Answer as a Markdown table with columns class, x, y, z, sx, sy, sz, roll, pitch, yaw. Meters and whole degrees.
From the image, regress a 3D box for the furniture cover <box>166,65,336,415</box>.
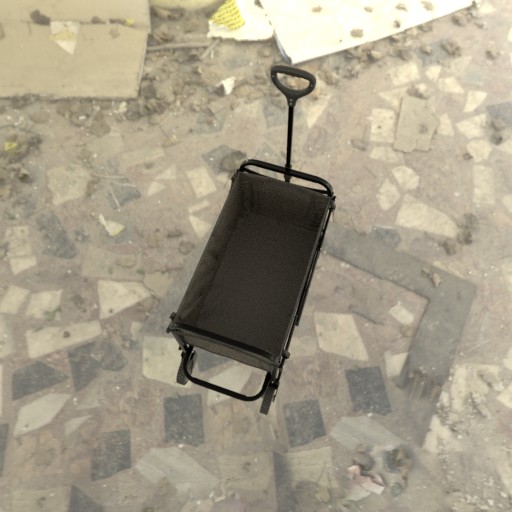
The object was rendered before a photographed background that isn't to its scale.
| class | x | y | z | sx | sy | sz | roll | pitch | yaw |
| --- | --- | --- | --- | --- | --- | --- | --- | --- | --- |
| furniture cover | 0.000 | 0.000 | 1.840 | 0.532 | 1.295 | 1.038 | 17 | 65 | 8 |
